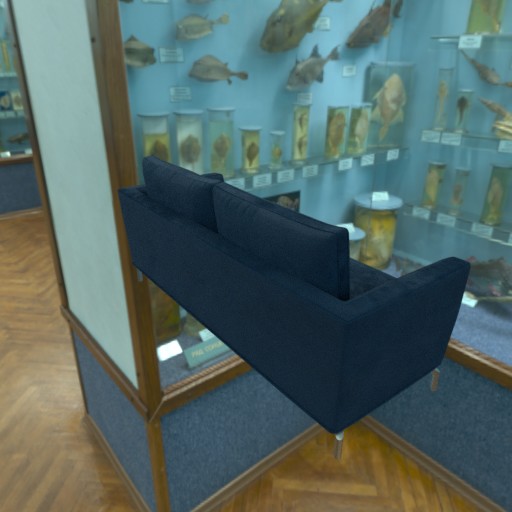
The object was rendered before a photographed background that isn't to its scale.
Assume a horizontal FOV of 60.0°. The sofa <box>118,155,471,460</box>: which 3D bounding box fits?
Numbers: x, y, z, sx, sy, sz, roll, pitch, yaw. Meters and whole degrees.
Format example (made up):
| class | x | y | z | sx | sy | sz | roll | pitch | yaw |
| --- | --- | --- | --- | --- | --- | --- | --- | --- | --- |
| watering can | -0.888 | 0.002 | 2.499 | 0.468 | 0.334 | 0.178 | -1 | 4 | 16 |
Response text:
| class | x | y | z | sx | sy | sz | roll | pitch | yaw |
| --- | --- | --- | --- | --- | --- | --- | --- | --- | --- |
| sofa | 0.000 | 0.000 | 2.710 | 0.853 | 0.998 | 2.212 | -17 | 29 | -33 |
